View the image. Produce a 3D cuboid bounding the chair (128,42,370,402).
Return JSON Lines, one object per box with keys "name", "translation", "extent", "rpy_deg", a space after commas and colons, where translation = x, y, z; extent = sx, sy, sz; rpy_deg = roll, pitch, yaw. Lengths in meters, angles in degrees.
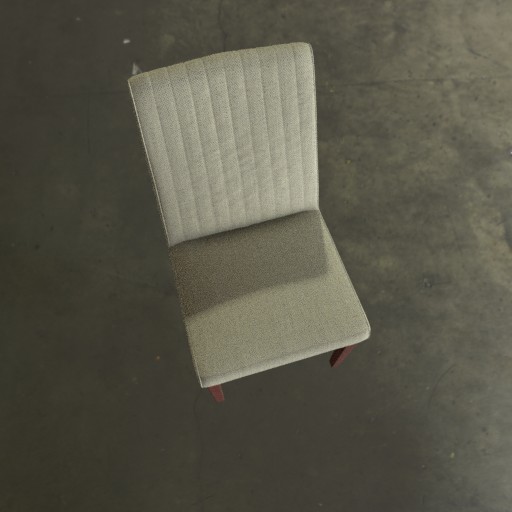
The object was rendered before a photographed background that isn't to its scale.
{"name": "chair", "translation": [0.000, 0.000, 1.250], "extent": [0.480, 0.900, 0.594], "rpy_deg": [-15, 64, -7]}
